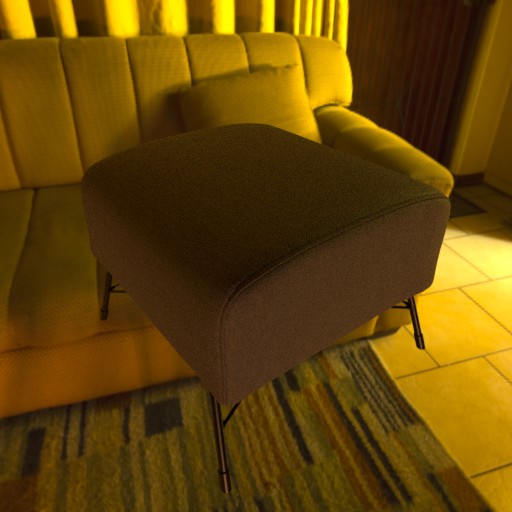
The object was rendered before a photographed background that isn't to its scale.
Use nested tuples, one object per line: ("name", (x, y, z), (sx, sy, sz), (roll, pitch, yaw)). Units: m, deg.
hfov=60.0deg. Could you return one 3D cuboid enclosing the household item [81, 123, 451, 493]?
("household item", (0.000, 0.000, 0.892), (0.530, 0.410, 0.530), (-23, 39, -31))
